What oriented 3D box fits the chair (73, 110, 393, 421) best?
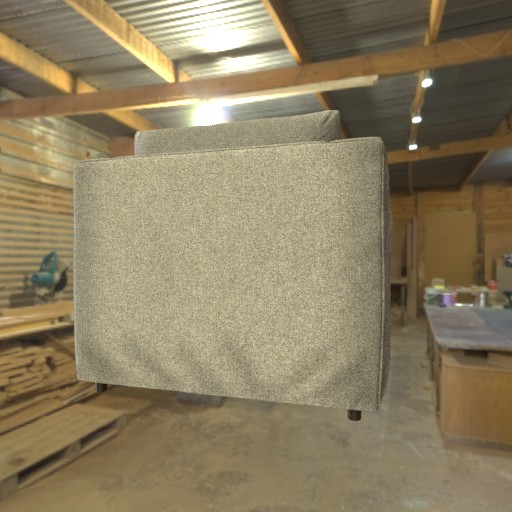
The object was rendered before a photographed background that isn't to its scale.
[{"bbox_3d":[0.000,0.000,2.037,1.194,1.059,1.071,0,0,18],"label":"chair"}]
